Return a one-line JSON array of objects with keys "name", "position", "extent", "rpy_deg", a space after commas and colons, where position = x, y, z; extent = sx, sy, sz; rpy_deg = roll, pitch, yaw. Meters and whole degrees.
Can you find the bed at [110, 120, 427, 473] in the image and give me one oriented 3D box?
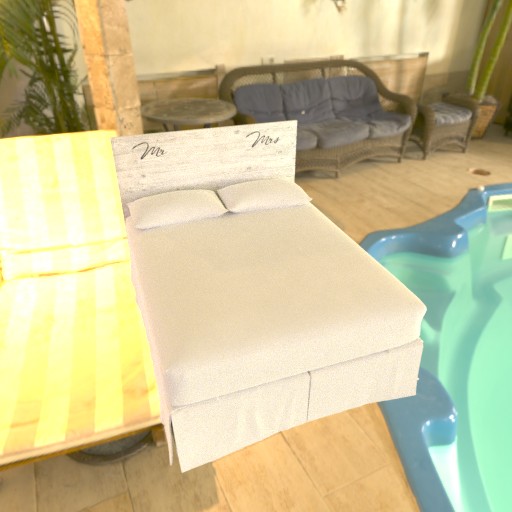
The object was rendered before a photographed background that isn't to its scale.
[{"name": "bed", "position": [0.000, 0.000, 3.221], "extent": [1.745, 1.335, 2.094], "rpy_deg": [-11, 32, -17]}]
